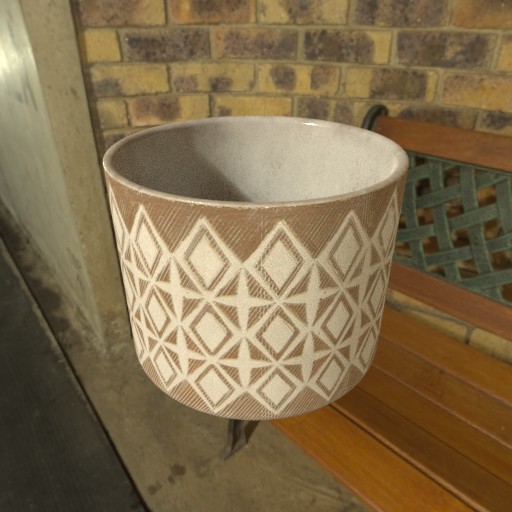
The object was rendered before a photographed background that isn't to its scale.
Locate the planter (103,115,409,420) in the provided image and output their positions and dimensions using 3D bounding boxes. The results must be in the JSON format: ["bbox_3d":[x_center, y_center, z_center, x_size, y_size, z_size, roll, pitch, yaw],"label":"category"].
[{"bbox_3d":[0.000,0.000,0.332,0.193,0.165,0.193,0,30,0],"label":"planter"}]
